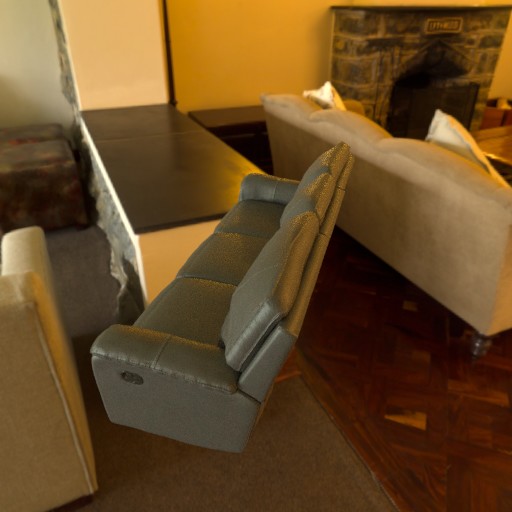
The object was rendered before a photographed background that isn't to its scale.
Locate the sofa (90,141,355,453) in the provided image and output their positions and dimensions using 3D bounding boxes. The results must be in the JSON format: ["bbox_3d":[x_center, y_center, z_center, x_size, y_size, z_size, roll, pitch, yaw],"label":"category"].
[{"bbox_3d":[0.000,0.000,3.181,1.104,1.134,2.627,9,31,14],"label":"sofa"}]
